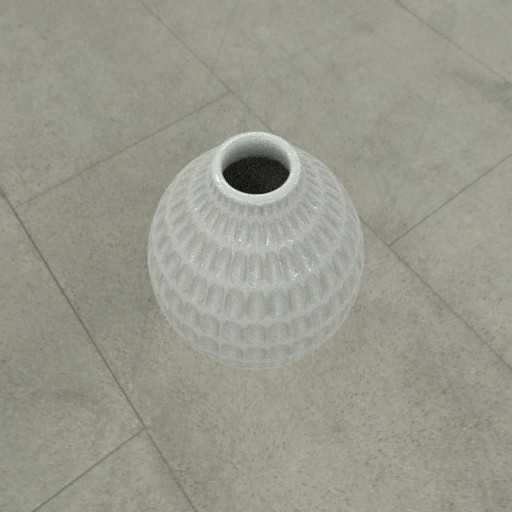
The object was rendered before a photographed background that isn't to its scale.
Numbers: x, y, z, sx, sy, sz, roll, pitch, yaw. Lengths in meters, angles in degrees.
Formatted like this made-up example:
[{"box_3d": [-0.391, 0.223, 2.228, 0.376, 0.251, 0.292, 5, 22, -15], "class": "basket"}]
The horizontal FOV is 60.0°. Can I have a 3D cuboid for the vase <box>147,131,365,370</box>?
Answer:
[{"box_3d": [0.000, 0.000, 0.339, 0.162, 0.223, 0.162, 0, 63, 0], "class": "vase"}]
